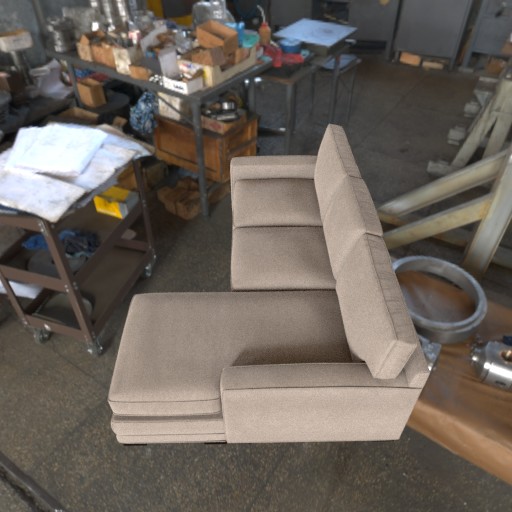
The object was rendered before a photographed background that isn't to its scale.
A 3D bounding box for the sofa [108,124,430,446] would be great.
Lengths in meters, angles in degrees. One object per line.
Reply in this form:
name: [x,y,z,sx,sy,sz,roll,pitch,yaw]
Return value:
sofa: [0.000,0.000,2.854,1.496,0.861,2.087,-1,42,-1]
